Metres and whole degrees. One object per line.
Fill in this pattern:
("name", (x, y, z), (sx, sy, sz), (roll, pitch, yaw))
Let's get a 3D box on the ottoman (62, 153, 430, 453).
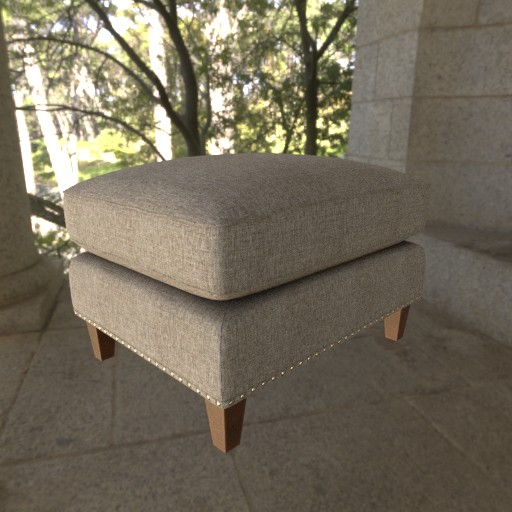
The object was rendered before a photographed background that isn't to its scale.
("ottoman", (0.000, 0.000, 1.138), (0.584, 0.513, 0.741), (15, 22, 43))
